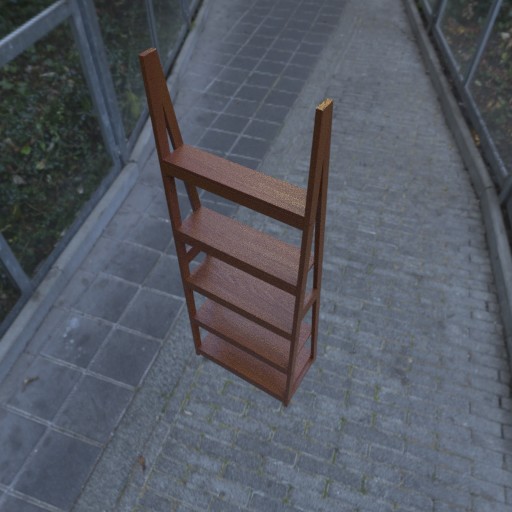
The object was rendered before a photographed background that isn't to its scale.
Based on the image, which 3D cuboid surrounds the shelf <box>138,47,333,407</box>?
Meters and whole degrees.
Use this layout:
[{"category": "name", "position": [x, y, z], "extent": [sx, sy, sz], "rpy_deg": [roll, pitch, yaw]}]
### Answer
[{"category": "shelf", "position": [0.000, 0.000, 1.995], "extent": [0.630, 1.780, 0.356], "rpy_deg": [25, 52, 21]}]
